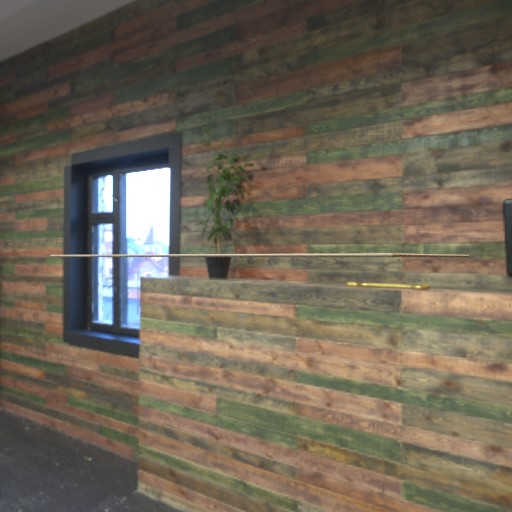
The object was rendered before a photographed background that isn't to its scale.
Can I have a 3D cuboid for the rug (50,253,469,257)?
[{"bbox_3d":[0.000,0.000,2.894,2.294,0.014,1.528,0,0,35],"label":"rug"}]
